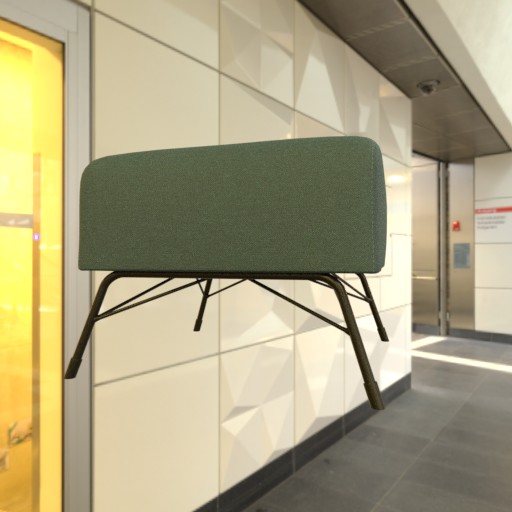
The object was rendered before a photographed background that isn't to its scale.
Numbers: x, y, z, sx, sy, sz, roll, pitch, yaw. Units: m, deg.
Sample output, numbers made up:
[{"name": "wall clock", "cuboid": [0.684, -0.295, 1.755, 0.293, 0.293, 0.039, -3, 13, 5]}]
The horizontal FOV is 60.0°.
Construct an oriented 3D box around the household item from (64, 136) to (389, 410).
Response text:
[{"name": "household item", "cuboid": [0.000, 0.000, 0.930, 0.530, 0.420, 0.530, 0, 0, 17]}]
